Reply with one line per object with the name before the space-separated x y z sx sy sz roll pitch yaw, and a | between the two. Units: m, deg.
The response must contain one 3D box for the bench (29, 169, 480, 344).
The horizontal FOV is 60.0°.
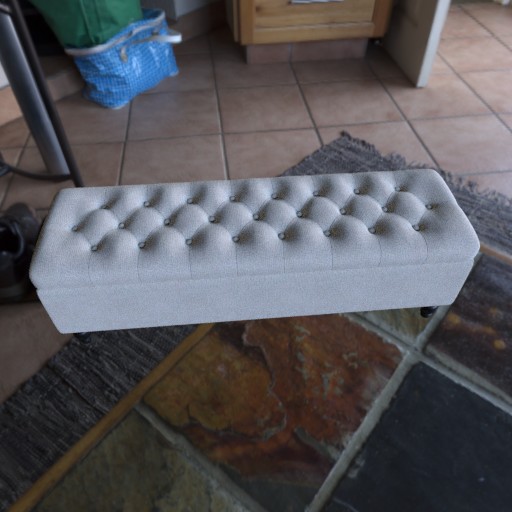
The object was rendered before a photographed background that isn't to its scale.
bench | 0.000 0.000 1.714 1.480 0.467 0.455 -4 47 -4
